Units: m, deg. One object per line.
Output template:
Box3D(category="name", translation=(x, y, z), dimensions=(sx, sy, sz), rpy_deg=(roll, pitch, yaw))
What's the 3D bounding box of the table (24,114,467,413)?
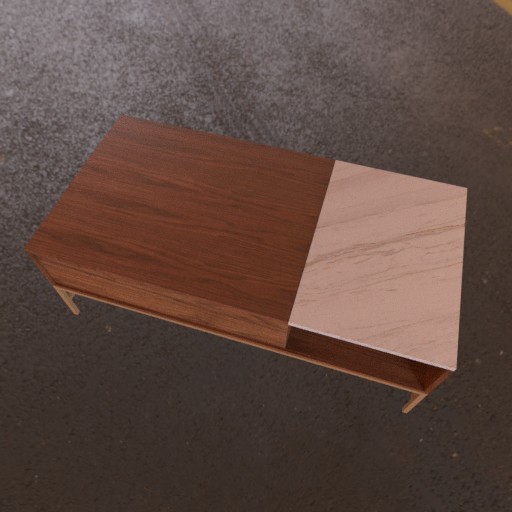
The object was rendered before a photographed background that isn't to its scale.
Box3D(category="table", translation=(0.000, 0.000, 1.949), dimensions=(1.553, 0.551, 0.789), rpy_deg=(14, 58, 9))
